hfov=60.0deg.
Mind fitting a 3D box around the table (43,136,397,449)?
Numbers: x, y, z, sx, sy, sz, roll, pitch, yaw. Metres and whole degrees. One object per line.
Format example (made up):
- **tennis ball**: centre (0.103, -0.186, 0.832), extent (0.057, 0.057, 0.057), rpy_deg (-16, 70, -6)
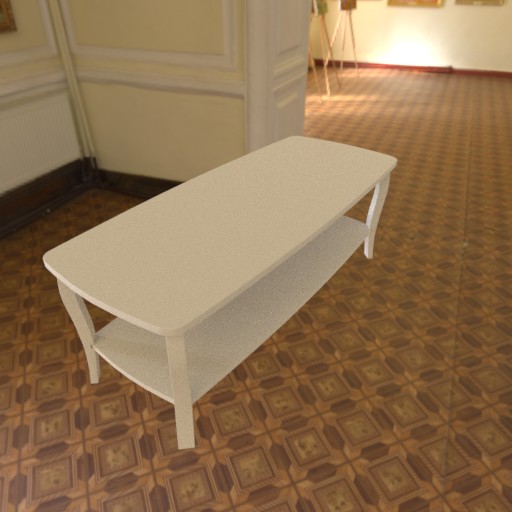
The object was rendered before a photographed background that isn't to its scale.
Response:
- **table**: centre (0.000, 0.000, 1.625), extent (0.561, 0.474, 1.334), rpy_deg (22, 39, 30)
